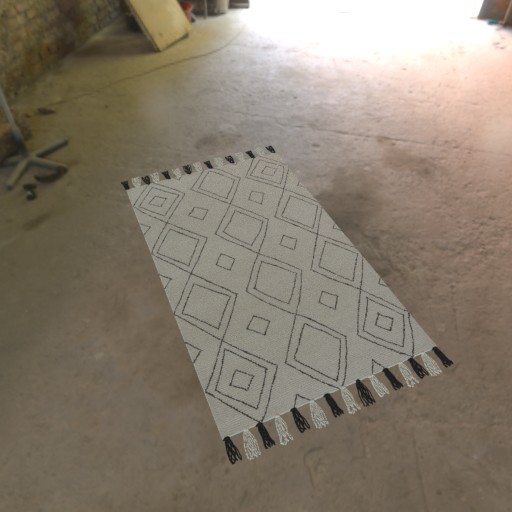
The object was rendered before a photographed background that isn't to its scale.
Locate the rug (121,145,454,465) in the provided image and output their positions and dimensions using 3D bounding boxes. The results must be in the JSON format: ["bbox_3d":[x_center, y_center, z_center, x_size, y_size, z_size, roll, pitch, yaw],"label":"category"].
[{"bbox_3d":[0.000,0.000,3.423,1.524,0.021,2.755,-18,49,-16],"label":"rug"}]
